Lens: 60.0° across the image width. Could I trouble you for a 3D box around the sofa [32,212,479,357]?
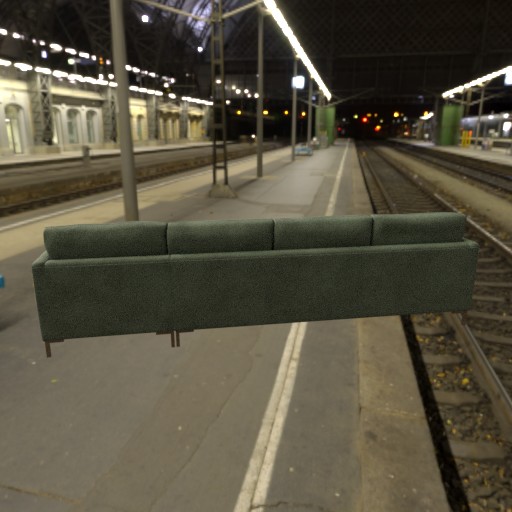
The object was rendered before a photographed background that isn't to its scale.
[{"bbox_3d":[0.000,0.000,3.233,2.725,0.756,1.255,-3,16,-9],"label":"sofa"}]
